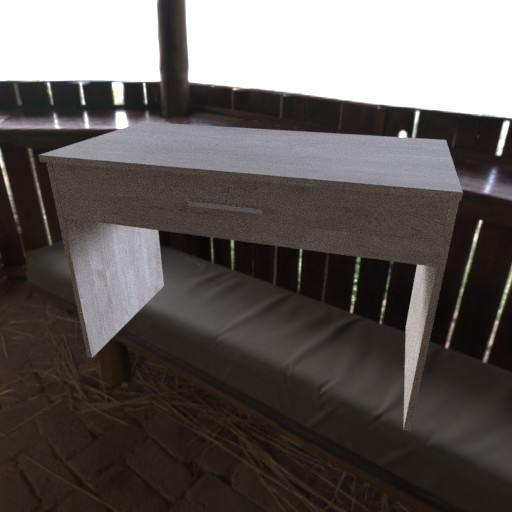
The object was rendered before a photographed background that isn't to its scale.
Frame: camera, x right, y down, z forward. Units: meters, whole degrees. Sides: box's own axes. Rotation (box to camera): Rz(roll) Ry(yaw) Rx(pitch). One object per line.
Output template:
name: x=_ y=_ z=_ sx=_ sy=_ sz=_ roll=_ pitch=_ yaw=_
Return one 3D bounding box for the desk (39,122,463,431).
desk: x=0.000 y=0.000 z=1.492 sx=1.100 sy=0.730 sz=0.560 roll=8 pitch=27 yaw=16
